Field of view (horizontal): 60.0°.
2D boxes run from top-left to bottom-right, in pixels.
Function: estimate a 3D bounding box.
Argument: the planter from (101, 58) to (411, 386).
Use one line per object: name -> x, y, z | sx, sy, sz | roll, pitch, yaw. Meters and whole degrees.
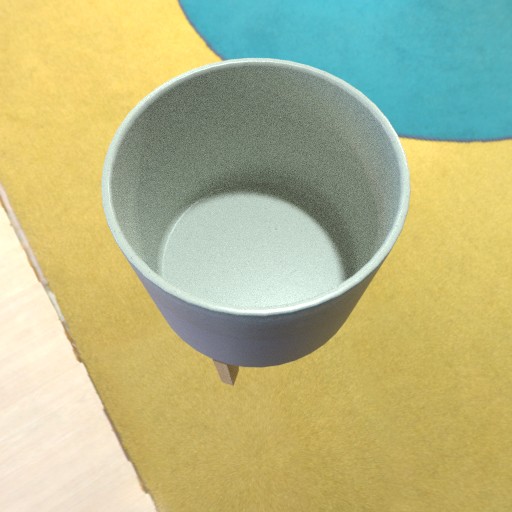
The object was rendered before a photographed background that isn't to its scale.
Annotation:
planter -> 0.000, 0.000, 0.396 | 0.192, 0.263, 0.192 | 0, 65, 0
